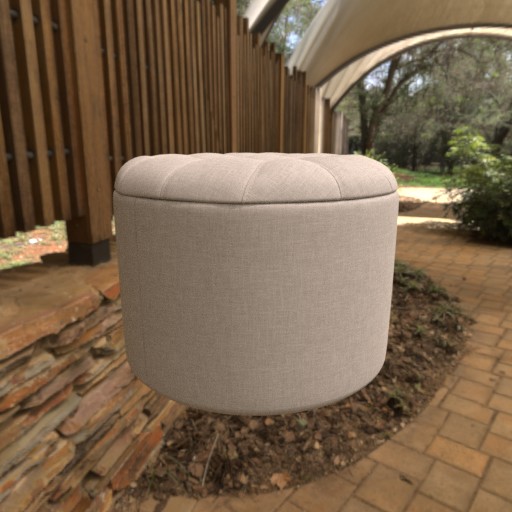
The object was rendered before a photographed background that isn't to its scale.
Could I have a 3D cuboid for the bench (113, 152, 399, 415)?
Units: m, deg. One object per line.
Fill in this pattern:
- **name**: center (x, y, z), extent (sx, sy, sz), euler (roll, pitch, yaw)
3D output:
- **bench**: center (0.000, 0.000, 1.007), extent (0.600, 0.453, 0.600), euler (0, 14, 0)
